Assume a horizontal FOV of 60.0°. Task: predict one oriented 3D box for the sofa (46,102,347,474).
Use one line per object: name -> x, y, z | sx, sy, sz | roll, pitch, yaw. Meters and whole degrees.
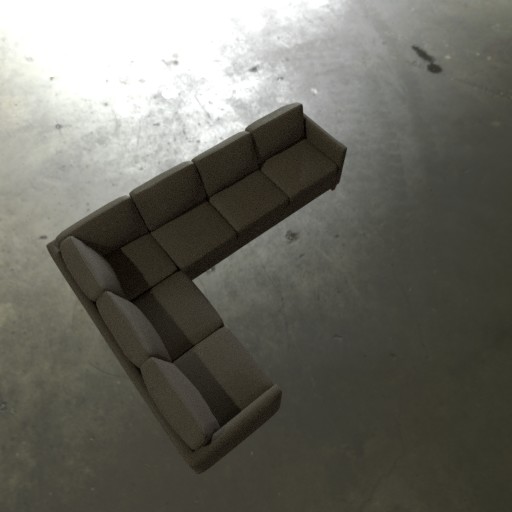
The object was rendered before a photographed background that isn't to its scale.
sofa -> 0.000, 0.000, 4.558 | 3.302, 0.947, 2.593 | -34, 64, -19
